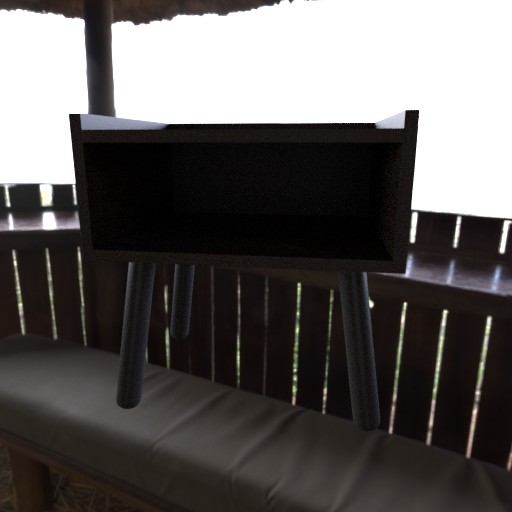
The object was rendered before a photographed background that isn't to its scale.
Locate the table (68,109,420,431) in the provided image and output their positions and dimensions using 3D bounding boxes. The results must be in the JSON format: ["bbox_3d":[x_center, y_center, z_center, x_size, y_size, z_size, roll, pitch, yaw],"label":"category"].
[{"bbox_3d":[0.000,0.000,0.794,0.450,0.470,0.370,2,15,8],"label":"table"}]
